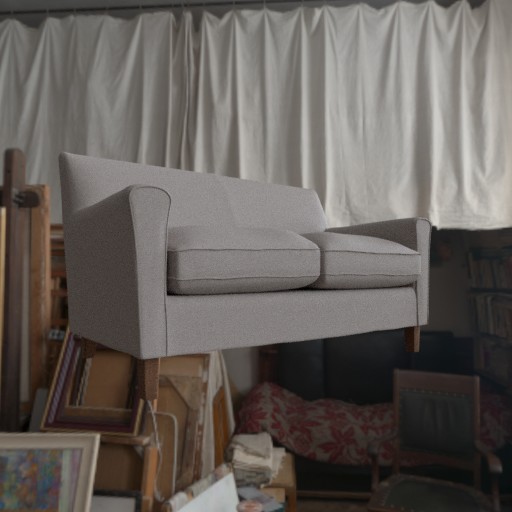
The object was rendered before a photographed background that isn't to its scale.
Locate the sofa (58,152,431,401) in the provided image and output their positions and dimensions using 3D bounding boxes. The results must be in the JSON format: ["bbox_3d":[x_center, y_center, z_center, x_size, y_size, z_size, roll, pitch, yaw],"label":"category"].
[{"bbox_3d":[0.000,0.000,1.984,1.482,0.890,0.888,1,-2,-36],"label":"sofa"}]
